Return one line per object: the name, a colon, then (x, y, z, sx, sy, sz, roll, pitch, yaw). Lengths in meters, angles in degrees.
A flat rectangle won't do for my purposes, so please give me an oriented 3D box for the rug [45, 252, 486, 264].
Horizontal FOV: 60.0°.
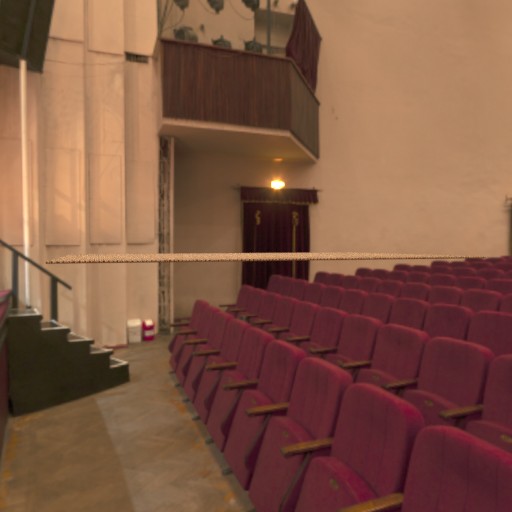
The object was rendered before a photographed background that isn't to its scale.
rug: (0.000, 0.000, 3.016, 2.439, 0.011, 1.533, 0, 2, -19)
